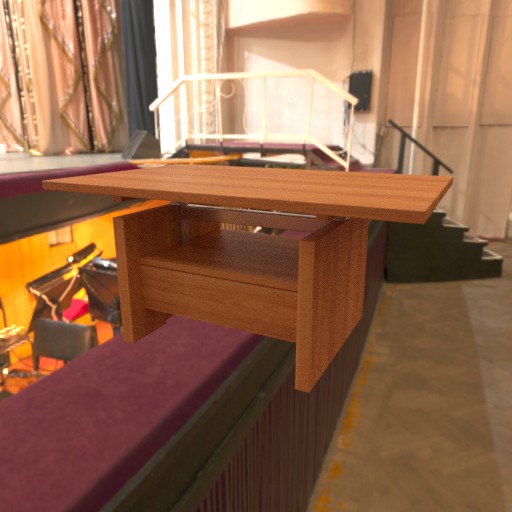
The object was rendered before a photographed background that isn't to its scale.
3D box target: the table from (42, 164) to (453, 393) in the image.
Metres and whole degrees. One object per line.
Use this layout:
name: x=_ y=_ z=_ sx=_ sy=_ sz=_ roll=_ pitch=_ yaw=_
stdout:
table: x=0.000 y=0.000 z=1.471 sx=1.100 sy=0.510 sz=0.700 roll=8 pitch=18 yaw=26
